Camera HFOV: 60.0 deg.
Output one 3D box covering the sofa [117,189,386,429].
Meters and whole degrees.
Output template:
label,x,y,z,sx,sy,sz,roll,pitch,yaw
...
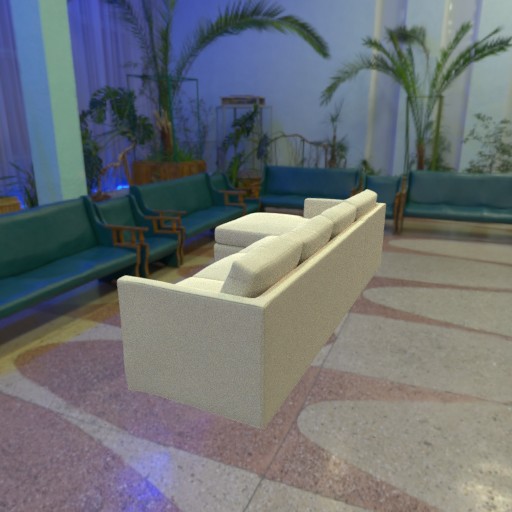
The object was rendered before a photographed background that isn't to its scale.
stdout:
label,x,y,z,sx,sy,sz,roll,pitch,yaw
sofa,0.000,0.000,3.909,1.650,0.922,3.205,8,18,25
